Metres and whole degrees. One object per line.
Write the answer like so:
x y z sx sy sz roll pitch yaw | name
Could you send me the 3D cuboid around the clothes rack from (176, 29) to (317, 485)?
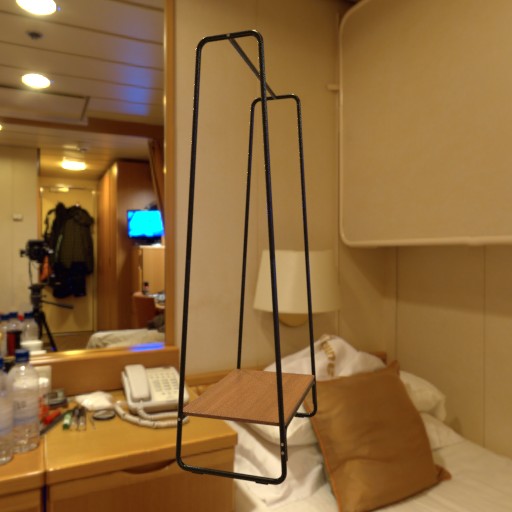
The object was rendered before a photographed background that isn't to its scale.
0.000 0.000 1.791 0.400 1.500 0.640 0 0 17 | clothes rack
